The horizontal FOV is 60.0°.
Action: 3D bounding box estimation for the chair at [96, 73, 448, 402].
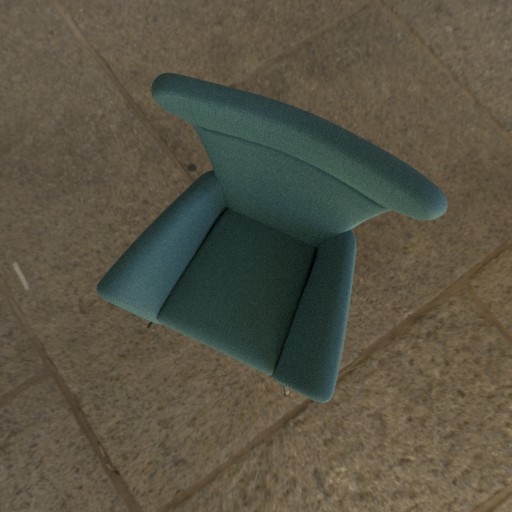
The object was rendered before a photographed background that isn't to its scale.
[{"bbox_3d":[0.000,0.000,1.794,1.050,0.980,0.900,24,77,6],"label":"chair"}]
